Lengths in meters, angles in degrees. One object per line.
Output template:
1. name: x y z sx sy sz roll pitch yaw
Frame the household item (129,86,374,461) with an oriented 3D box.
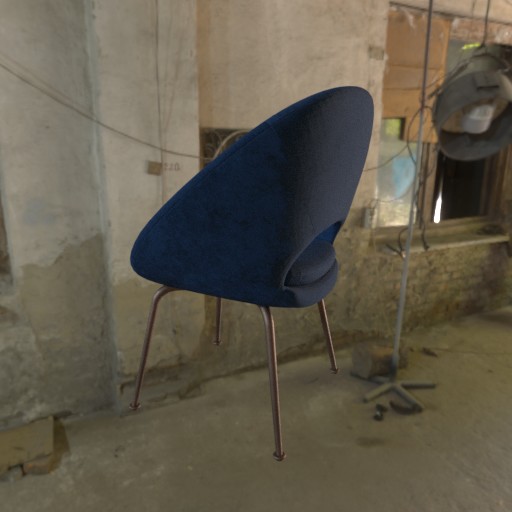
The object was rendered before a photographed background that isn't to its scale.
1. household item: 0.000 0.000 1.225 0.573 0.852 0.623 8 17 26
